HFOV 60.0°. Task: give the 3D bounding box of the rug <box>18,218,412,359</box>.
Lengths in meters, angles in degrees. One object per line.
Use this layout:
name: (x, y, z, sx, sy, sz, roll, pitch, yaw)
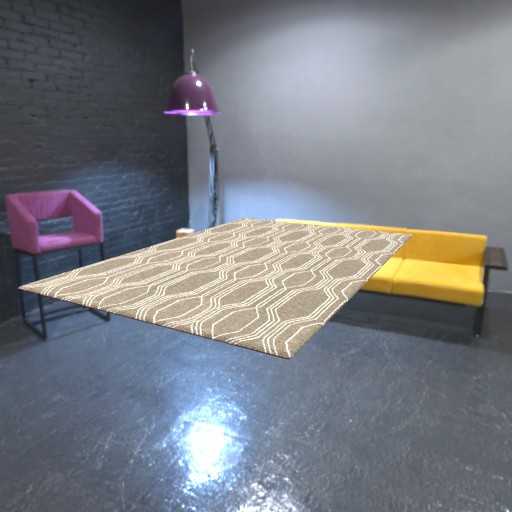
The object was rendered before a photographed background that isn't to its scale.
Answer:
rug: (0.000, 0.000, 2.313, 1.239, 0.012, 1.836, 8, 17, 28)
